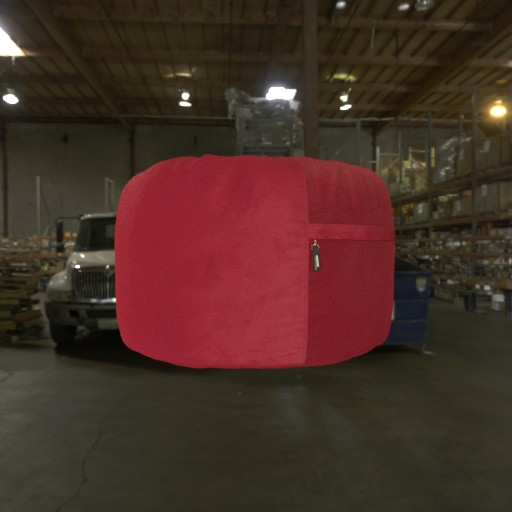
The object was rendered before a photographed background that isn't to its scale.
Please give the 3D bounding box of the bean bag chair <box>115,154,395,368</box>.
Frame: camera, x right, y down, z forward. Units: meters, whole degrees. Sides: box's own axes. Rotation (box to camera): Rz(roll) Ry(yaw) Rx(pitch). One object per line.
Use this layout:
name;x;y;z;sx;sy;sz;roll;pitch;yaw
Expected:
bean bag chair;0.000;0.000;2.008;1.219;0.762;1.219;0;1;0
